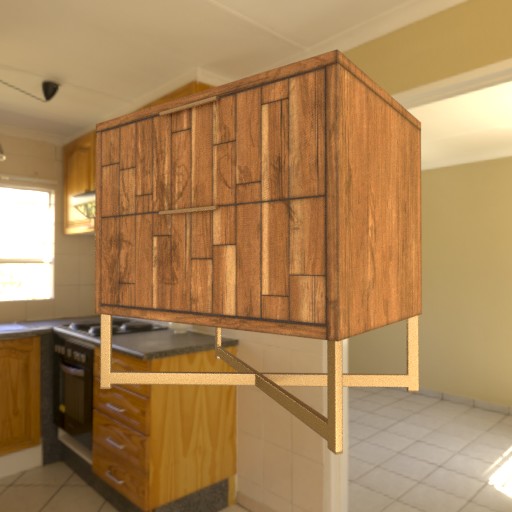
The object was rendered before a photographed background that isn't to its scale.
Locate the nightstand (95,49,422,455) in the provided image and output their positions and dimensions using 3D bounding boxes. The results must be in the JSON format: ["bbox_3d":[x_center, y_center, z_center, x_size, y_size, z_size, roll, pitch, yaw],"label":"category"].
[{"bbox_3d":[0.000,0.000,1.008,0.610,0.610,0.446,-1,-1,36],"label":"nightstand"}]
